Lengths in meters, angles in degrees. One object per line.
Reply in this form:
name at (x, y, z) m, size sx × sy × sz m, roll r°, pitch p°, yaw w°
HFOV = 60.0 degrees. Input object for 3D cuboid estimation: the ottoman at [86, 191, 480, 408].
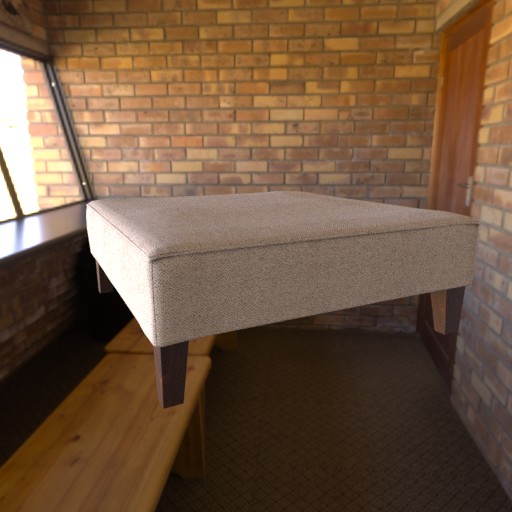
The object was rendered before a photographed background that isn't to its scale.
ottoman at (0.000, 0.000, 1.512) m, size 0.973 × 0.381 × 0.982 m, roll -7°, pitch 15°, yaw -26°
